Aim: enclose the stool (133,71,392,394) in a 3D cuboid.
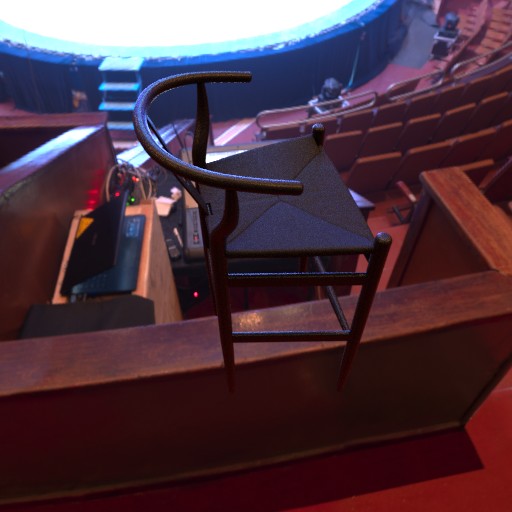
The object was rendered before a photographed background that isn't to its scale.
[{"bbox_3d":[0.000,0.000,1.441,0.579,1.072,0.569,-9,48,-8],"label":"stool"}]
